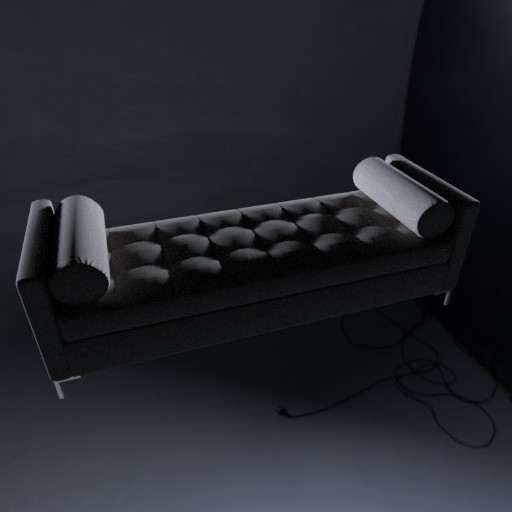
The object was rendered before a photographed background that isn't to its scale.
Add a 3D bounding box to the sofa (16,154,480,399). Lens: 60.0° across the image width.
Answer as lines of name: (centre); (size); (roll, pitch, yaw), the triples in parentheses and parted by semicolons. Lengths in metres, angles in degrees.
sofa: (0.000, 0.000, 2.219); (1.981, 0.635, 0.686); (-10, 34, -15)
